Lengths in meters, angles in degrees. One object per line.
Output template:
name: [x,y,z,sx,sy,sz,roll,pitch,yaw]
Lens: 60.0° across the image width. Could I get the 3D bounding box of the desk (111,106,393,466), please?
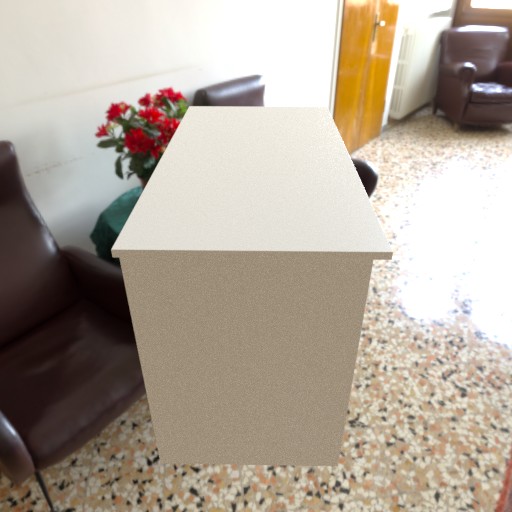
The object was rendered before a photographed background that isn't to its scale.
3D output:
desk: [0.000,0.000,1.539,0.560,0.735,1.097,1,33,1]
